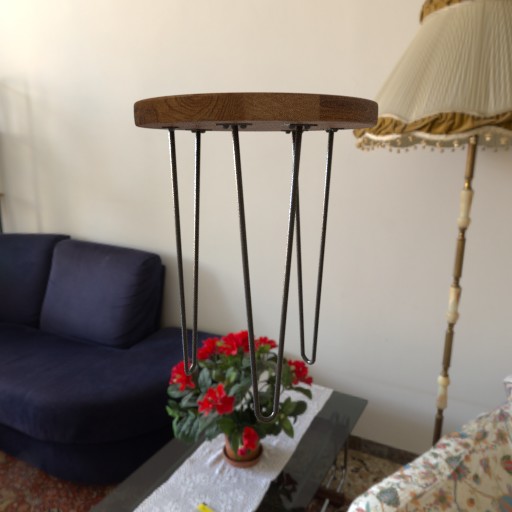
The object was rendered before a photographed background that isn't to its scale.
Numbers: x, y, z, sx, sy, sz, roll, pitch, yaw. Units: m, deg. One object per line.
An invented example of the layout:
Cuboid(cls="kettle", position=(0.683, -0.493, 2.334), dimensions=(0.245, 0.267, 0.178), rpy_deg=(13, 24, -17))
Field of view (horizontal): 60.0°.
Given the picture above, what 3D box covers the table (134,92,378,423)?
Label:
Cuboid(cls="table", position=(0.000, 0.000, 0.809), dimensions=(0.400, 0.520, 0.400), rpy_deg=(0, 14, 0))
